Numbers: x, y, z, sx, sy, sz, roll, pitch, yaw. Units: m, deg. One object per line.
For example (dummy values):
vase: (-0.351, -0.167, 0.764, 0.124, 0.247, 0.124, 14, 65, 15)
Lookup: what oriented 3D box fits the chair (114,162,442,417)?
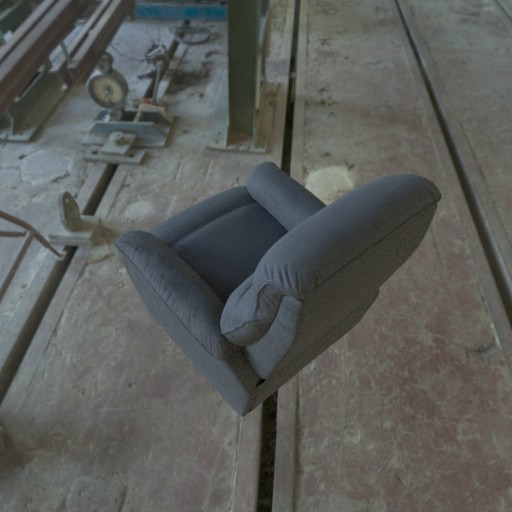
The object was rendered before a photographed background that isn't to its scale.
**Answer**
chair: (0.000, 0.000, 1.742, 0.820, 1.037, 1.004, -32, 55, -26)
